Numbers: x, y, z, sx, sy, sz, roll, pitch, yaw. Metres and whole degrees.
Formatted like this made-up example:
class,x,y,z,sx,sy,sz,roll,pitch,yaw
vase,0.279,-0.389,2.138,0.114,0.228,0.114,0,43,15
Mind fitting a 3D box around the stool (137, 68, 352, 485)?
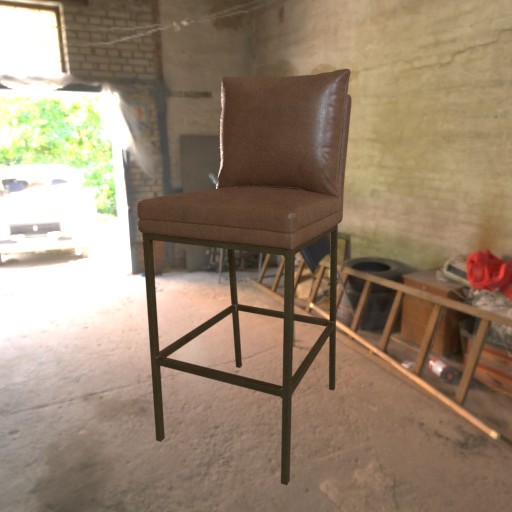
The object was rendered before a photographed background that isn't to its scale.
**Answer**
class,x,y,z,sx,sy,sz,roll,pitch,yaw
stool,0.000,0.000,1.401,0.463,1.124,0.571,7,16,24
